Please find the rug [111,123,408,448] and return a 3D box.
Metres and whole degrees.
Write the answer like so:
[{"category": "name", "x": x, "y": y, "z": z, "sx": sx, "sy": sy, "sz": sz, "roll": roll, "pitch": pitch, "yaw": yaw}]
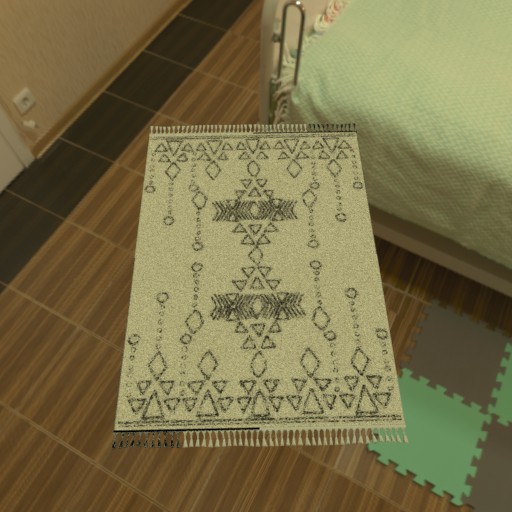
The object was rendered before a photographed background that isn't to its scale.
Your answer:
[{"category": "rug", "x": 0.000, "y": 0.000, "z": 2.920, "sx": 1.600, "sy": 0.013, "sz": 2.312, "roll": -1, "pitch": 62, "yaw": -1}]
